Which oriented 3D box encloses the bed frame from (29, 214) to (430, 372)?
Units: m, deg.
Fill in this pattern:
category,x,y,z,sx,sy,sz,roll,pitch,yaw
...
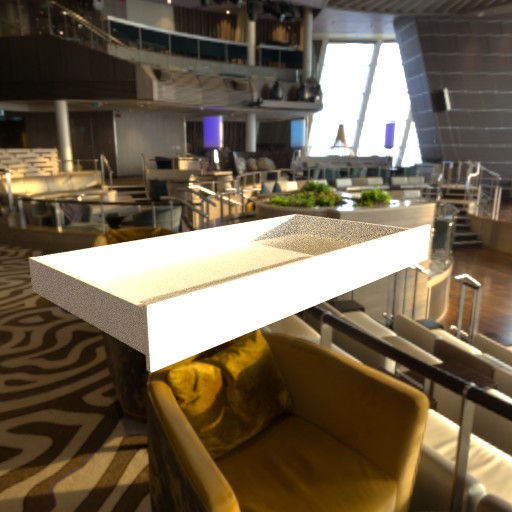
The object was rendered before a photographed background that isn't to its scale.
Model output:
category,x,y,z,sx,sy,sz,roll,pitch,yaw
bed frame,0.000,0.000,1.544,0.670,0.141,1.300,13,19,42
